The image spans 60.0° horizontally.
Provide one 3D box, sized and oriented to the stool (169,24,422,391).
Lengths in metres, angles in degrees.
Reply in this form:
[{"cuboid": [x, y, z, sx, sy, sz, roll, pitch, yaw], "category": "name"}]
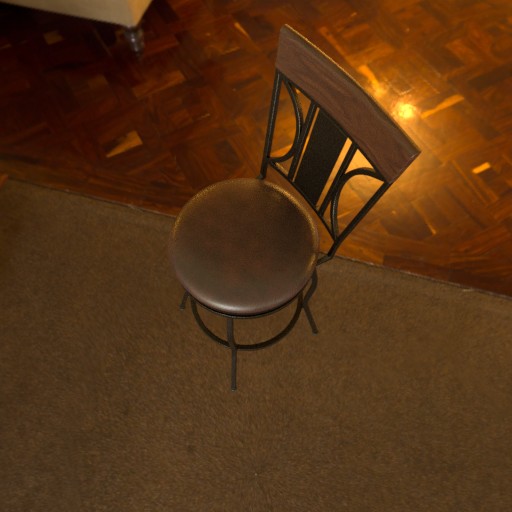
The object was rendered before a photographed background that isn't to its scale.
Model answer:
[{"cuboid": [0.000, 0.000, 1.382, 0.513, 1.130, 0.448, -31, 68, -14], "category": "stool"}]
